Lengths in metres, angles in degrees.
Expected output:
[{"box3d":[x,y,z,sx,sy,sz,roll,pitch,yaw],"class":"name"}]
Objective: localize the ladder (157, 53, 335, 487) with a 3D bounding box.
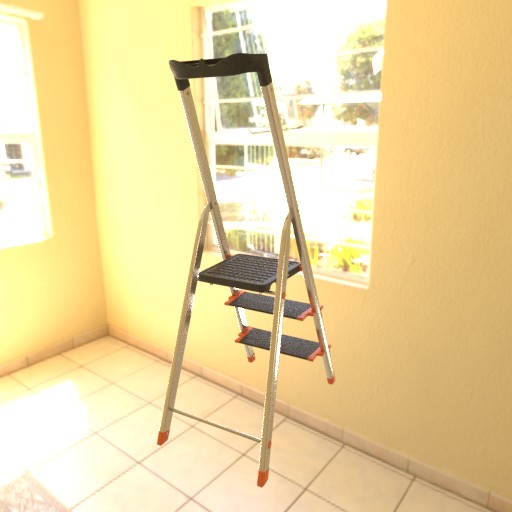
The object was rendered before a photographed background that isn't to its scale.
[{"box3d":[0.000,0.000,1.553,0.416,1.229,0.686,8,18,27],"class":"ladder"}]
